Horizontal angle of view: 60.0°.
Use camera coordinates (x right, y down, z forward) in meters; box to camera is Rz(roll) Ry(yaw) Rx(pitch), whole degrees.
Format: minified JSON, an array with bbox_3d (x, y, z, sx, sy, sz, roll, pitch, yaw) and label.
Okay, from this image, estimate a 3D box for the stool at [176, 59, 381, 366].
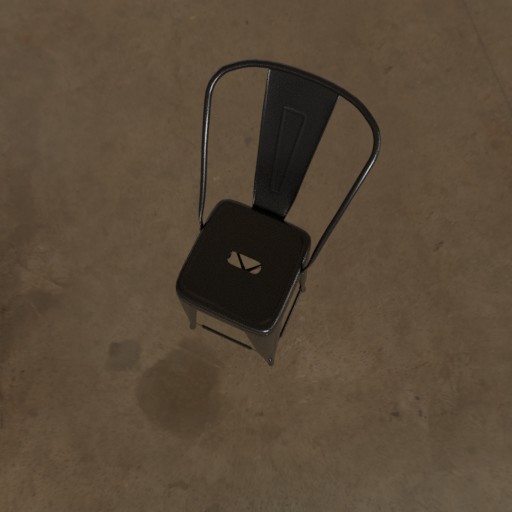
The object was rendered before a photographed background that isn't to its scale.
[{"bbox_3d":[0.000,0.000,1.358,0.399,1.096,0.513,24,75,7],"label":"stool"}]
